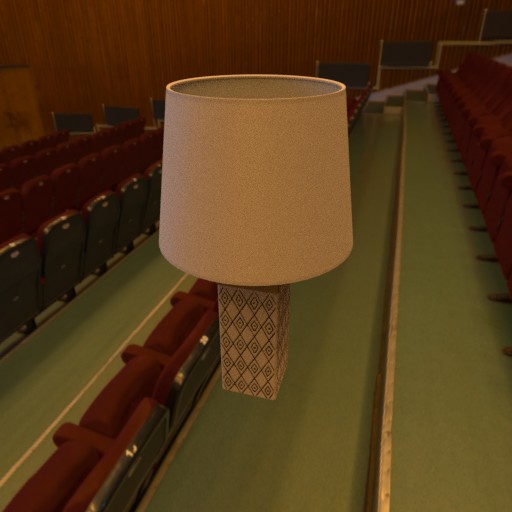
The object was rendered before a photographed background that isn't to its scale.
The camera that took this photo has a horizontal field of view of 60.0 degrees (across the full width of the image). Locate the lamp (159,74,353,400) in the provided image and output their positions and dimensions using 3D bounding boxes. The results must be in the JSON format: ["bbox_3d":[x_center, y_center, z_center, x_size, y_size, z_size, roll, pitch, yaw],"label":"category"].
[{"bbox_3d":[0.000,0.000,0.599,0.251,0.435,0.251,0,28,0],"label":"lamp"}]
